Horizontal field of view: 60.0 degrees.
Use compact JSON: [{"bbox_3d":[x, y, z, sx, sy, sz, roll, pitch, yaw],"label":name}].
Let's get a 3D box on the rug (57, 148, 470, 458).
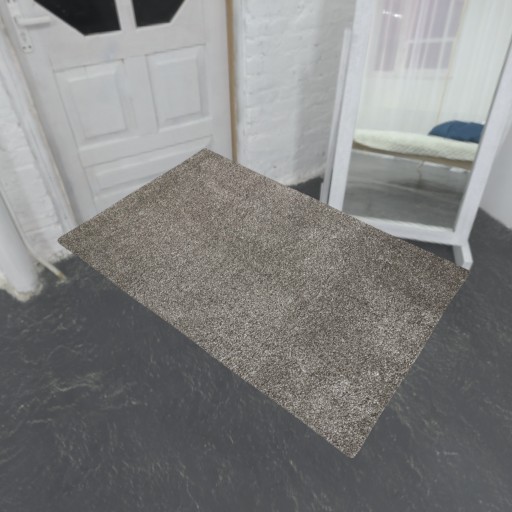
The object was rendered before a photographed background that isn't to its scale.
[{"bbox_3d":[0.000,0.000,2.970,2.352,0.025,1.501,30,53,26],"label":"rug"}]
